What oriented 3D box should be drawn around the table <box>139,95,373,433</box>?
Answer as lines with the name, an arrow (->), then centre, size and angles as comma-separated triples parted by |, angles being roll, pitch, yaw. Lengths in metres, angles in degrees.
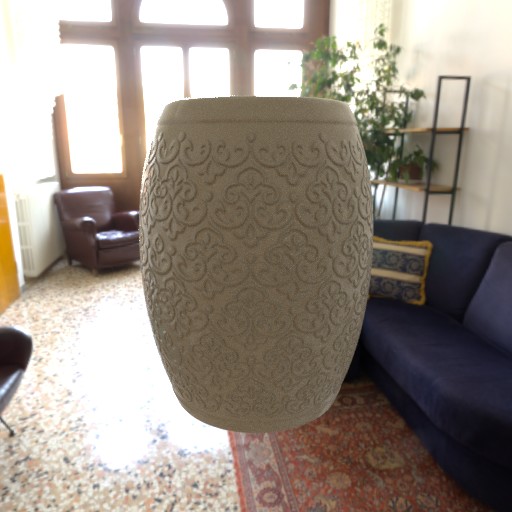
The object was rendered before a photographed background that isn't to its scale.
table -> 0.000, 0.000, 0.610 | 0.309, 0.397, 0.309 | 0, 14, 0
